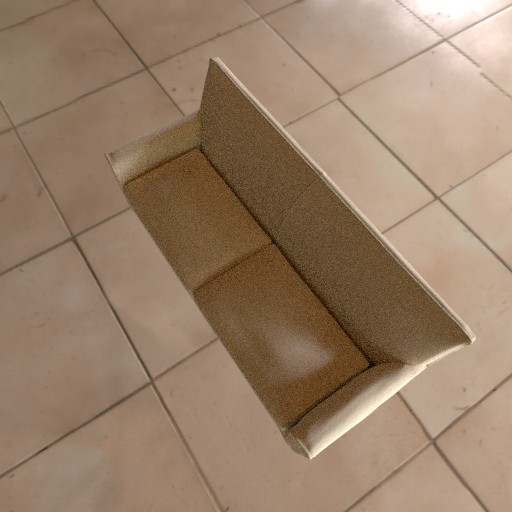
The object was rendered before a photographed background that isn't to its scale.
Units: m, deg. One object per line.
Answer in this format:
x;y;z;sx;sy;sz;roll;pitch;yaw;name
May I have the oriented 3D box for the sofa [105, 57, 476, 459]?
0.000;0.000;2.462;0.841;0.907;2.001;-32;68;-14;sofa
